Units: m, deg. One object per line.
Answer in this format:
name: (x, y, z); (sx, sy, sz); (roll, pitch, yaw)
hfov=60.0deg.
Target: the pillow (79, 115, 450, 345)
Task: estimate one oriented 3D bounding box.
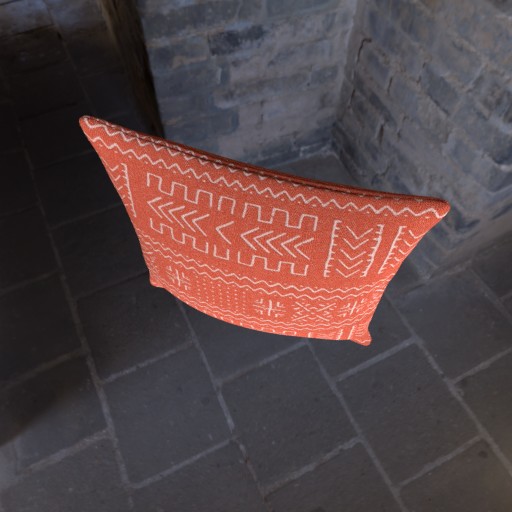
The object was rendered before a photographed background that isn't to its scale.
pillow: (0.000, 0.000, 0.671); (0.438, 0.429, 0.164); (15, 60, 9)
